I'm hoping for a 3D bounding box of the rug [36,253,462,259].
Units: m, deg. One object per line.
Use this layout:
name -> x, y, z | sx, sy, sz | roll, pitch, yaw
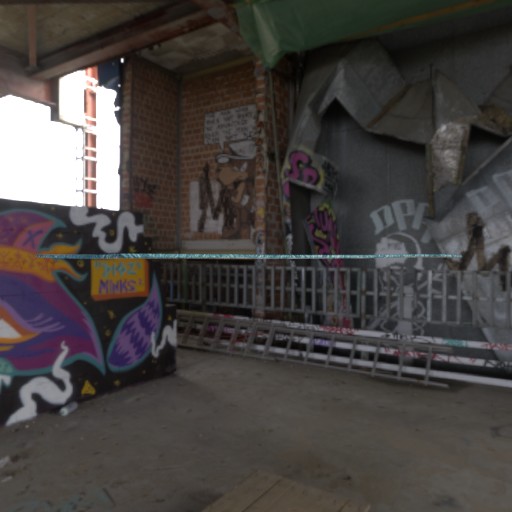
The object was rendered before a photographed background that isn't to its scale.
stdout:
rug -> 0.000, 0.000, 2.134 | 1.728, 0.017, 1.136 | 0, 0, -37
